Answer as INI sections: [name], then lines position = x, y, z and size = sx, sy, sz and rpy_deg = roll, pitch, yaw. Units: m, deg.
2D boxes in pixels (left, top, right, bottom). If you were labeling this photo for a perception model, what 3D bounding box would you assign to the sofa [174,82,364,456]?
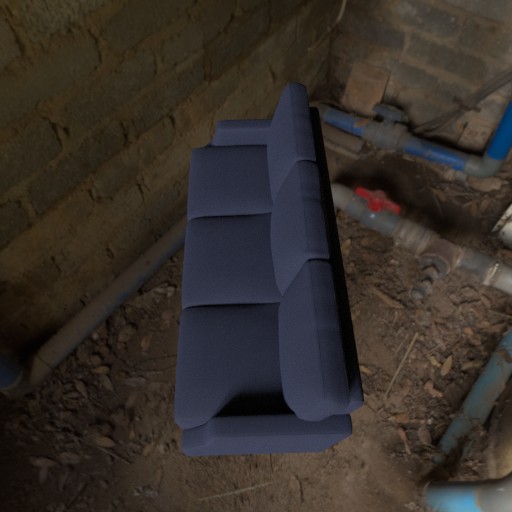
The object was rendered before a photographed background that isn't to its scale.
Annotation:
[sofa]
position = 0.000, 0.000, 2.670
size = 0.888, 0.984, 2.115
rpy_deg = -1, 58, -1
